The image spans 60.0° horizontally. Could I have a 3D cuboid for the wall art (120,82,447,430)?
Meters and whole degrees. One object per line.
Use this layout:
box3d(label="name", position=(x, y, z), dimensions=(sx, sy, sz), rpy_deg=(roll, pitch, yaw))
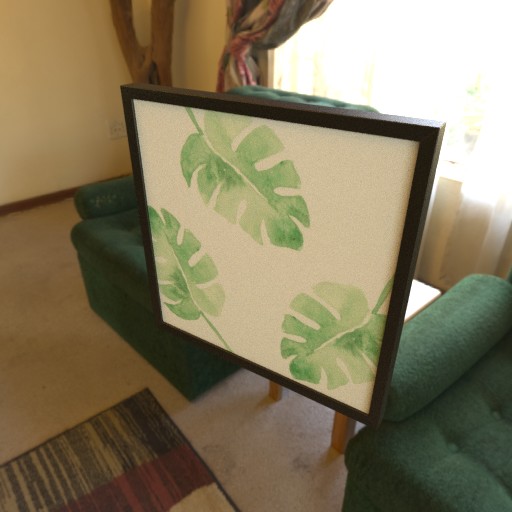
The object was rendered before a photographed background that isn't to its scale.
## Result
box3d(label="wall art", position=(0.000, 0.000, 0.752), dimensions=(0.508, 0.508, 0.036), rpy_deg=(18, 35, 28))
